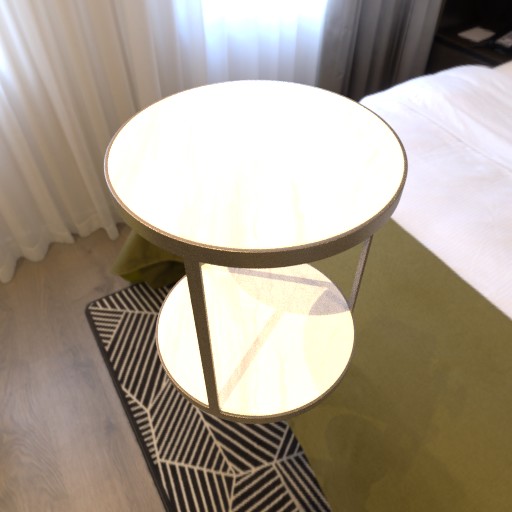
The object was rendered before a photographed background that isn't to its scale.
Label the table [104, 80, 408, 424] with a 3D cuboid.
[{"bbox_3d":[0.000,0.000,0.839,0.445,0.479,0.445,0,46,0],"label":"table"}]
